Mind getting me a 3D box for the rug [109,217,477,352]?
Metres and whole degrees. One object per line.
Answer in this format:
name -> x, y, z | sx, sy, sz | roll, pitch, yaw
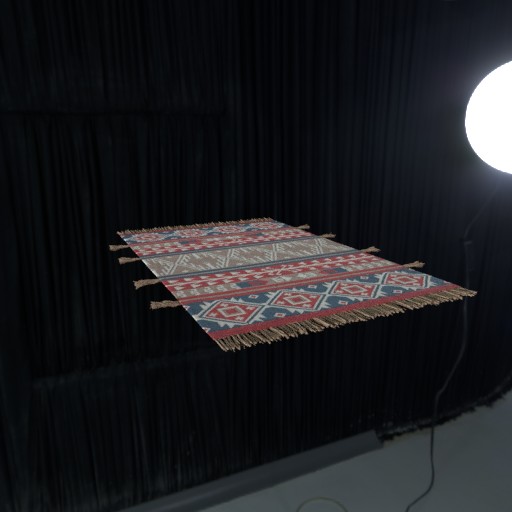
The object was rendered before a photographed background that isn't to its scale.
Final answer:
rug -> 0.000, 0.000, 2.575 | 1.469, 0.040, 2.025 | -7, 17, -25
